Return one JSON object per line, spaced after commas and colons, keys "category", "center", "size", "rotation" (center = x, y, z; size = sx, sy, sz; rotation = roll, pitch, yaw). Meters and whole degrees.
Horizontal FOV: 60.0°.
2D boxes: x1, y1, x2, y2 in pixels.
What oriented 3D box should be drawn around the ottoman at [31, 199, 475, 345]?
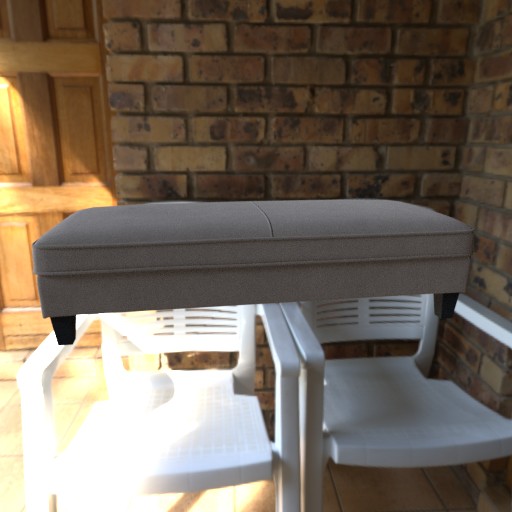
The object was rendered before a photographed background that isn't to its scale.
{"category": "ottoman", "center": [0.000, 0.000, 2.035], "size": [1.726, 0.460, 0.735], "rotation": [-2, 15, -9]}
